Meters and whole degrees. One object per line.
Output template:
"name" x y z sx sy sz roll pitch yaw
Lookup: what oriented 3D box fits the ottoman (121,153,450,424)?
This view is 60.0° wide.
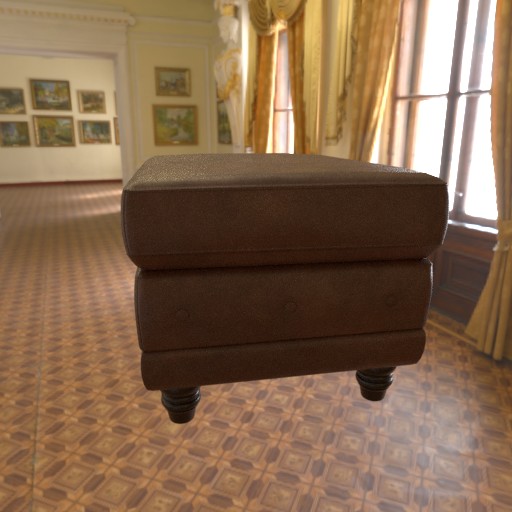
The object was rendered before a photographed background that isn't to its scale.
"ottoman" 0.000 0.000 1.173 0.588 0.509 0.795 -3 16 -10
